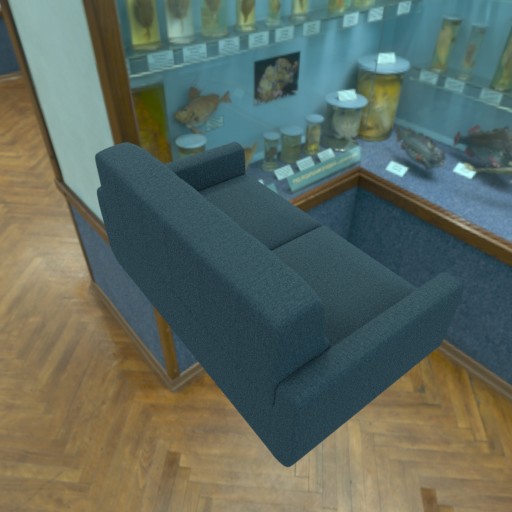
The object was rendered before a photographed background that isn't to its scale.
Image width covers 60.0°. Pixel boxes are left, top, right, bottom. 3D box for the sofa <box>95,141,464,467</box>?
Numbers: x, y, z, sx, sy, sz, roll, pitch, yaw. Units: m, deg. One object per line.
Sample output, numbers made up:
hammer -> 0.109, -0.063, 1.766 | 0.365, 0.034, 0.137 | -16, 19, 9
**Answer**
sofa -> 0.000, 0.000, 2.201 | 0.942, 0.896, 1.651 | -26, 47, -28
